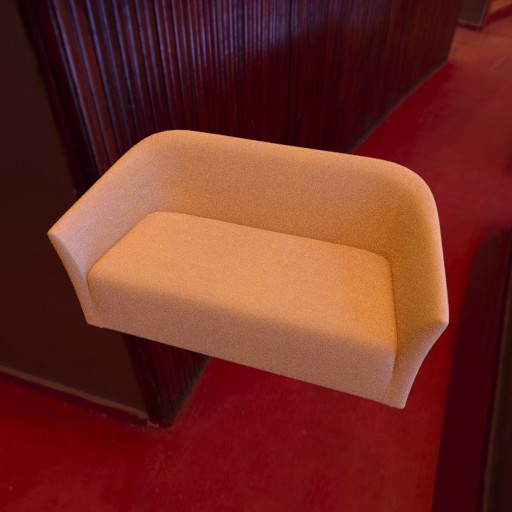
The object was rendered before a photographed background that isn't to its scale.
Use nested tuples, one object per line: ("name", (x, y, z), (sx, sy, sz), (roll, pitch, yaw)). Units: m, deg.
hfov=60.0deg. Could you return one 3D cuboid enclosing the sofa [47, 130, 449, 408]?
("sofa", (0.000, 0.000, 1.899), (1.452, 0.721, 0.705), (12, 43, 13))
